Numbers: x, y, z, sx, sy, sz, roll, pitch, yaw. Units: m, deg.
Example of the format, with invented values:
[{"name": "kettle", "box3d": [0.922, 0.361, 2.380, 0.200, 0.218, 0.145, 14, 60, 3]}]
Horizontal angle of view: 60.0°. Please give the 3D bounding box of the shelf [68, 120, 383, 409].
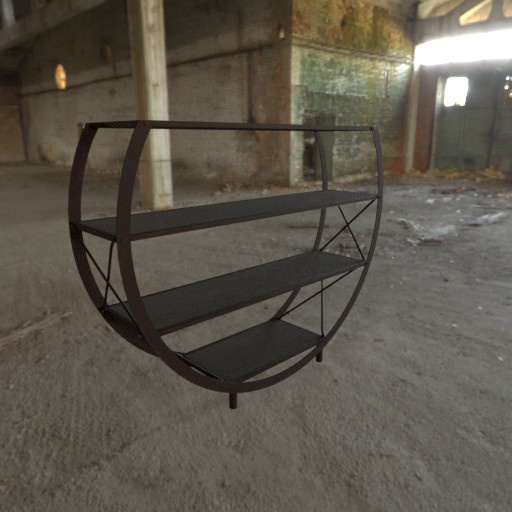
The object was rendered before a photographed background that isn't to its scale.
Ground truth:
[{"name": "shelf", "box3d": [0.000, 0.000, 1.875, 1.403, 1.063, 0.344, -14, 20, -42]}]
